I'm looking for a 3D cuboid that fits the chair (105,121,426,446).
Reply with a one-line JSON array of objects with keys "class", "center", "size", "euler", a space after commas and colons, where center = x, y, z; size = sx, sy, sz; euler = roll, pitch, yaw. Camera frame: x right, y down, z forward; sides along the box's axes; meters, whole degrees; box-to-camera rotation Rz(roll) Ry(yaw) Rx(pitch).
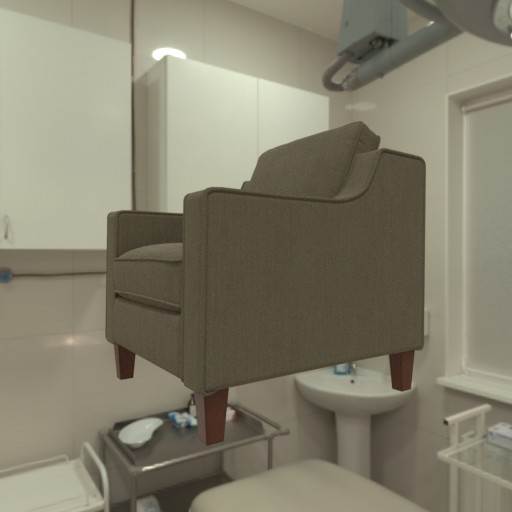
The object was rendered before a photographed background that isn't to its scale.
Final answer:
[{"class": "chair", "center": [0.000, 0.000, 1.665], "size": [0.909, 0.960, 0.831], "euler": [0, 1, -34]}]
